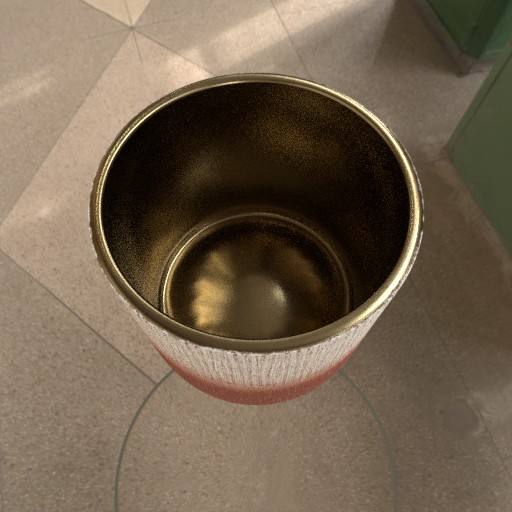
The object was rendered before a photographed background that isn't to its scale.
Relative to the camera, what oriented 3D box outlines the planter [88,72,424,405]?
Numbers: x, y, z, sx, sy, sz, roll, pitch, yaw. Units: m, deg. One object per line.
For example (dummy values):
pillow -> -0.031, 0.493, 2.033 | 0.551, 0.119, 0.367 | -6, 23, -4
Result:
planter -> 0.000, 0.000, 0.302 | 0.178, 0.157, 0.178 | 0, 64, 0
